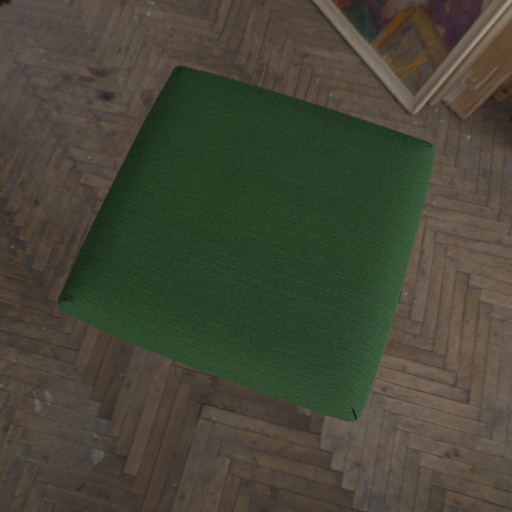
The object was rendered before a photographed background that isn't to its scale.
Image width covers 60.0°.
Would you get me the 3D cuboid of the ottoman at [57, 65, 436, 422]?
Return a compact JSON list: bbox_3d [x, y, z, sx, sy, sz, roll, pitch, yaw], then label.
[{"bbox_3d":[0.000,0.000,0.907,0.507,0.475,0.497,20,75,6],"label":"ottoman"}]
